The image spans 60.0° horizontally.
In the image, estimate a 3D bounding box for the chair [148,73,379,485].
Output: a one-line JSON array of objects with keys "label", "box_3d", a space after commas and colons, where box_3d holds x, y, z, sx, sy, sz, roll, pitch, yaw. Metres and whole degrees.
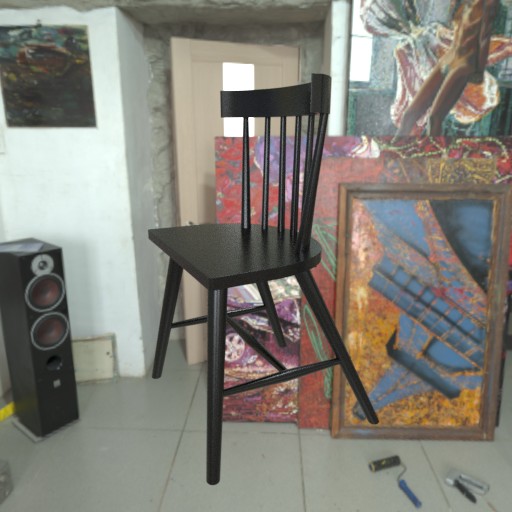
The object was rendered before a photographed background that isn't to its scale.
[{"label": "chair", "box_3d": [0.000, 0.000, 1.158, 0.483, 0.844, 0.506, -8, 18, -26]}]
